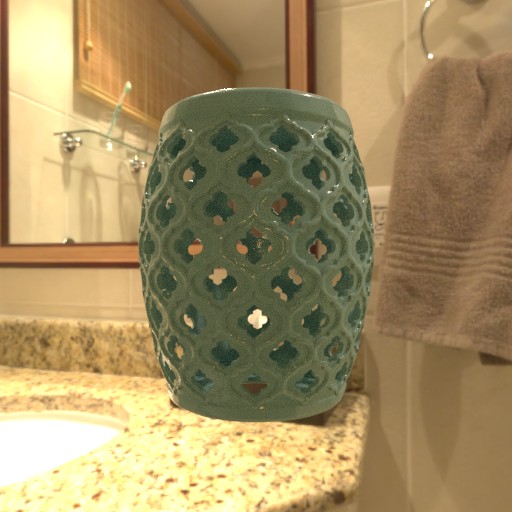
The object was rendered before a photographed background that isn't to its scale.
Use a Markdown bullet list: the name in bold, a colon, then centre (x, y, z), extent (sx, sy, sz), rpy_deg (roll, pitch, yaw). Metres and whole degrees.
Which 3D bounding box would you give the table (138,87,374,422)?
- **table**: centre (0.000, 0.000, 0.632), extent (0.325, 0.388, 0.325), rpy_deg (0, 0, 0)
